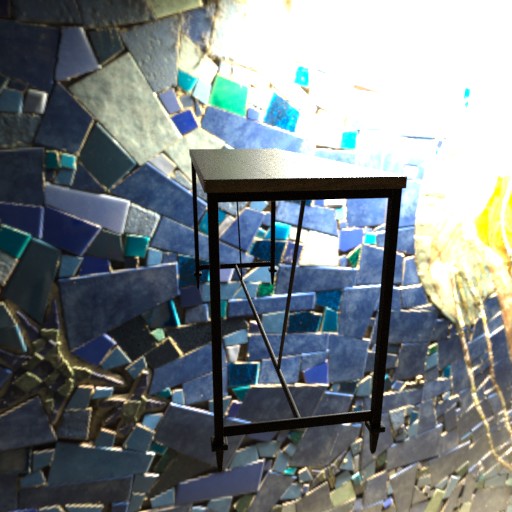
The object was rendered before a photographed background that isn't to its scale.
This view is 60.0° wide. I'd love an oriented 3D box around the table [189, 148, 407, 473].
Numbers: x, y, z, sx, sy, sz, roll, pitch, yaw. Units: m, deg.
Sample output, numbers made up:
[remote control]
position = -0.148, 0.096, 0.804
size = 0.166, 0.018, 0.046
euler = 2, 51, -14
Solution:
[table]
position = 0.000, 0.000, 2.075
size = 0.551, 0.902, 1.700
euler = -3, 16, -9
